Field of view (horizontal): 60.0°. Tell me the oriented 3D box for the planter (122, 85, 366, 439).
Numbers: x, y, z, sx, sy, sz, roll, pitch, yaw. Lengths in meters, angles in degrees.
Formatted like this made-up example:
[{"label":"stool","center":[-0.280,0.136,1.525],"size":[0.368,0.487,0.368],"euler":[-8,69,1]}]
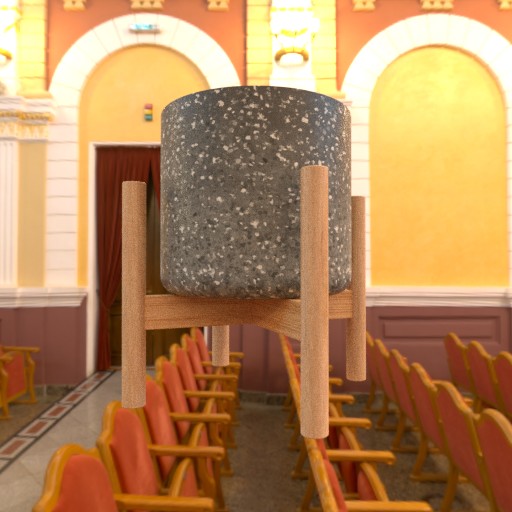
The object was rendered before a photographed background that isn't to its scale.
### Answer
[{"label":"planter","center":[0.000,0.000,0.527],"size":[0.284,0.320,0.284],"euler":[0,0,1]}]
